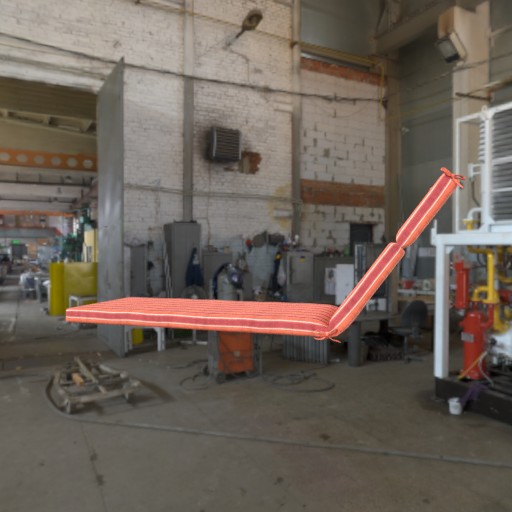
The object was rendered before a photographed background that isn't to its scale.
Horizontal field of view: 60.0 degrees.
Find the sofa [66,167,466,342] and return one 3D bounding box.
[{"bbox_3d":[0.000,0.000,1.998,1.663,0.622,0.582,0,1,18],"label":"sofa"}]
